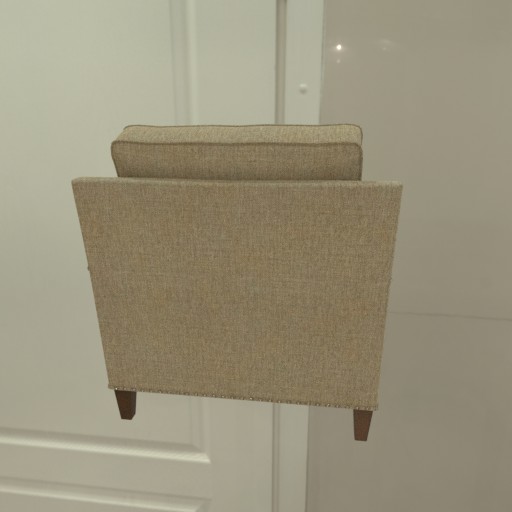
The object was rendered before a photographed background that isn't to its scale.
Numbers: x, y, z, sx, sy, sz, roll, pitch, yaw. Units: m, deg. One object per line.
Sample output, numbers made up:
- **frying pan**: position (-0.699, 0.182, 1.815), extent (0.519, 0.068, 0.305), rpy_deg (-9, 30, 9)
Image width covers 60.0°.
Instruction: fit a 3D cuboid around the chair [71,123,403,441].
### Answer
- **chair**: position (0.000, 0.000, 1.668), extent (0.853, 0.943, 1.014), rpy_deg (2, 16, 8)
